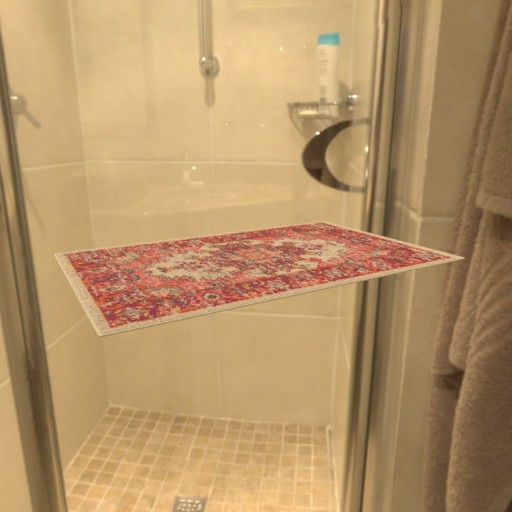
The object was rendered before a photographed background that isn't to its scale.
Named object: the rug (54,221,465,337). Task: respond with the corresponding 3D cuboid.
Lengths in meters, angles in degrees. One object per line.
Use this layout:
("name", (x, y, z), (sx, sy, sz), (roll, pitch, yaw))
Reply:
("rug", (0.000, 0.000, 1.107), (0.868, 0.004, 0.556), (-9, 18, -29))
